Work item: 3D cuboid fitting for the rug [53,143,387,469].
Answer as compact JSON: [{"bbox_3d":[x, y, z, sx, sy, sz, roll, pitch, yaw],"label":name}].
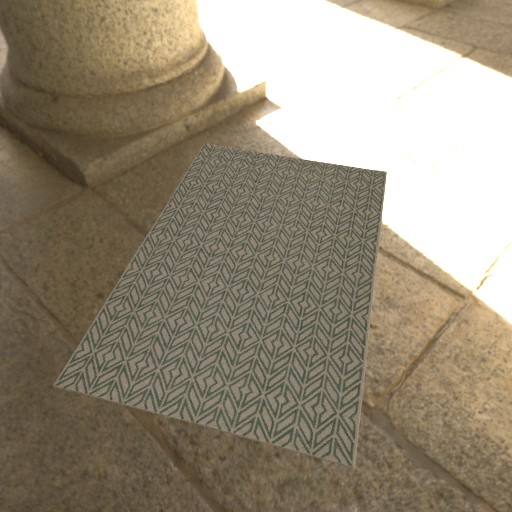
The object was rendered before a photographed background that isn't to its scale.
[{"bbox_3d":[0.000,0.000,2.295,1.220,0.007,1.828,11,48,10],"label":"rug"}]
